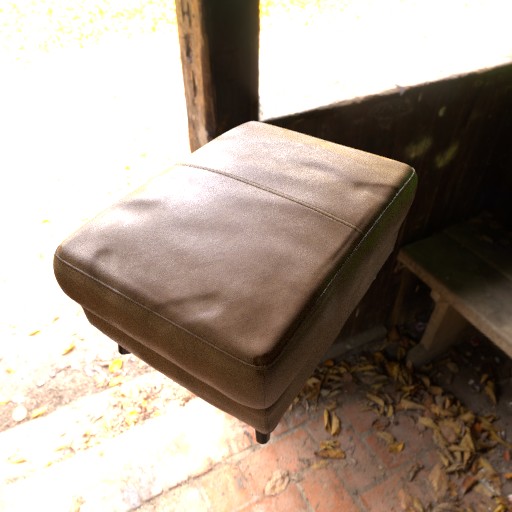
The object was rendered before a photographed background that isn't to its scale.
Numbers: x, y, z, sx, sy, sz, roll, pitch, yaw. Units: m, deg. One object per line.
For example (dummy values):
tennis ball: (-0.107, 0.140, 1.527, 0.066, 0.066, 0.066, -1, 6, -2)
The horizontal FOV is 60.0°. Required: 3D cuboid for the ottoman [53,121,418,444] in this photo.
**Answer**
ottoman: (0.000, 0.000, 1.255, 0.630, 0.461, 0.869, 24, 47, 24)
